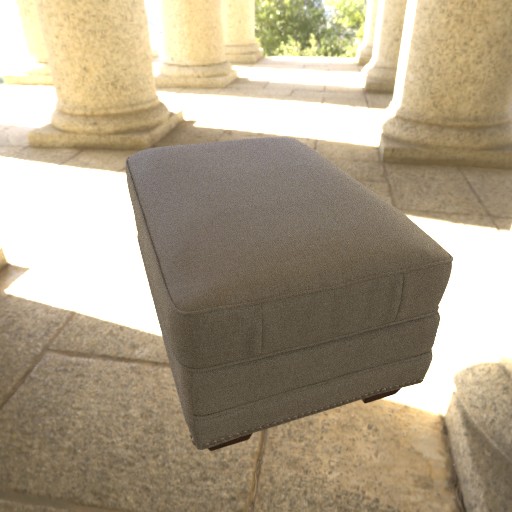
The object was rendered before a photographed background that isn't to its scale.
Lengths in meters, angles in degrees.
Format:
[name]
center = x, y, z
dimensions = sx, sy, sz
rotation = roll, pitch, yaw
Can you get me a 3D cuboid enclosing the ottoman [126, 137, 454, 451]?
[ottoman]
center = 0.000, 0.000, 1.149
dimensions = 0.559, 0.458, 0.813
rotation = -10, 32, -17
